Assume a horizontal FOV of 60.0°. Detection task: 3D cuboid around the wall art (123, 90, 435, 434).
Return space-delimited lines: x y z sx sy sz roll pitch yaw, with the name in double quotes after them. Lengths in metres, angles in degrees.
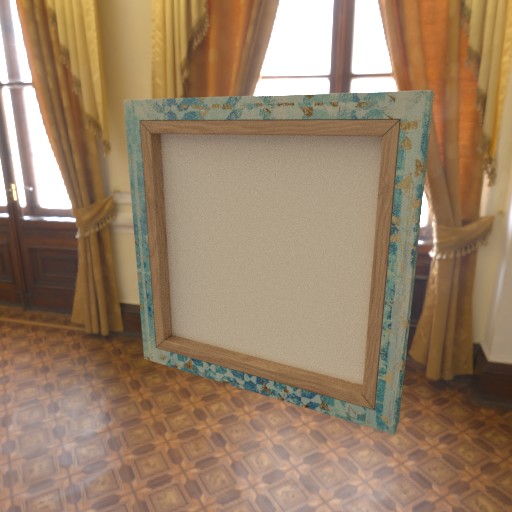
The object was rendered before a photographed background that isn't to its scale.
0.000 0.000 0.897 0.609 0.609 0.040 9 19 26 "wall art"
